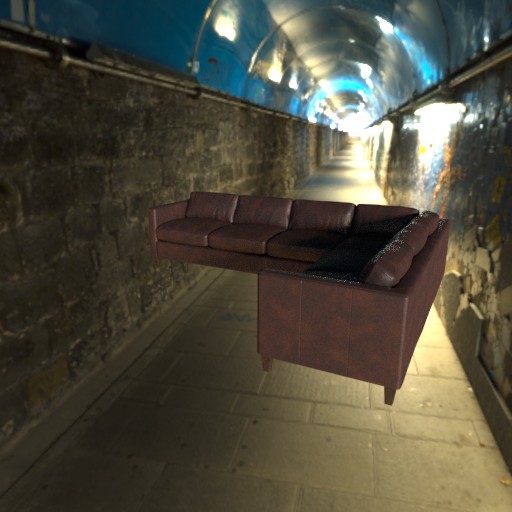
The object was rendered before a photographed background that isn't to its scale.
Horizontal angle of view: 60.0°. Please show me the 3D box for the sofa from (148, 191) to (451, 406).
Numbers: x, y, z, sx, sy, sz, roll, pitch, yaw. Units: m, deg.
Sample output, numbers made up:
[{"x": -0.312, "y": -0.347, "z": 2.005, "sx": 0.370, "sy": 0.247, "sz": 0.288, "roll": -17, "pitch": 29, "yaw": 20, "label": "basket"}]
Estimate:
[{"x": 0.000, "y": 0.000, "z": 4.189, "sx": 3.152, "sy": 0.836, "sz": 2.438, "roll": 8, "pitch": 18, "yaw": 27, "label": "sofa"}]
